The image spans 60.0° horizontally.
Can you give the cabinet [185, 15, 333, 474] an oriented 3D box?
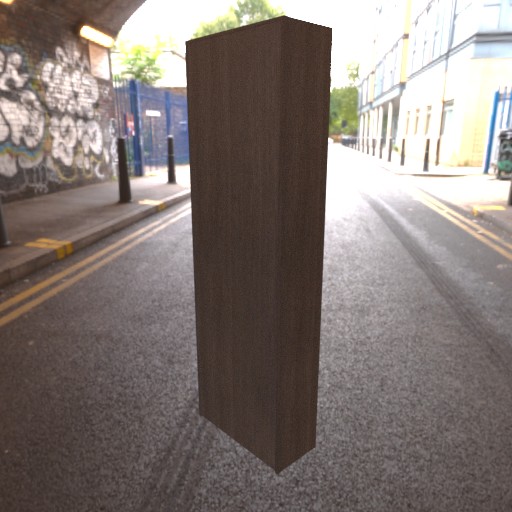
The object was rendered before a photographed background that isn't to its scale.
[{"bbox_3d":[0.000,0.000,1.793,0.255,1.630,0.520,-14,21,-41],"label":"cabinet"}]
